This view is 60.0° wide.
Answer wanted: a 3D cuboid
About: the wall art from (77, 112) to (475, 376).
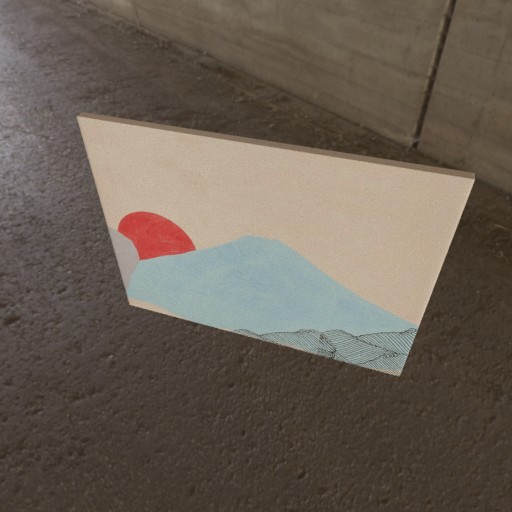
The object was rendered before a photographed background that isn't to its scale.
[{"bbox_3d":[0.000,0.000,1.619,1.219,0.912,0.042,12,43,14],"label":"wall art"}]
